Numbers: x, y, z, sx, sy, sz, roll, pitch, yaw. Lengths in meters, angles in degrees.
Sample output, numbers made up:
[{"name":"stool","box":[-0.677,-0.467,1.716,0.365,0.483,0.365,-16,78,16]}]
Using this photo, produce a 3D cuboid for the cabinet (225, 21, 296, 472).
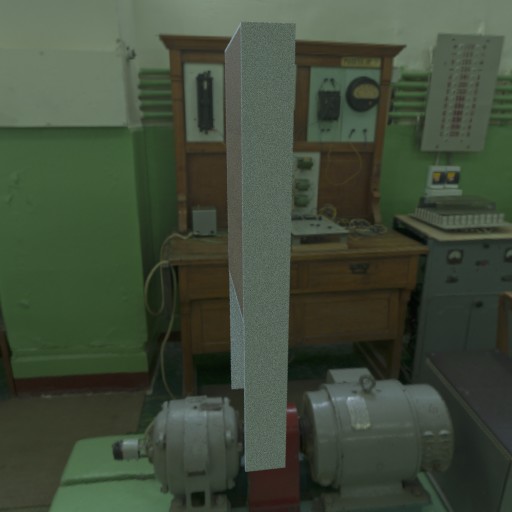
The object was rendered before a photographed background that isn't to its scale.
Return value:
[{"name":"cabinet","box":[0.000,0.000,1.992,0.192,1.770,0.643,-3,17,-8]}]
